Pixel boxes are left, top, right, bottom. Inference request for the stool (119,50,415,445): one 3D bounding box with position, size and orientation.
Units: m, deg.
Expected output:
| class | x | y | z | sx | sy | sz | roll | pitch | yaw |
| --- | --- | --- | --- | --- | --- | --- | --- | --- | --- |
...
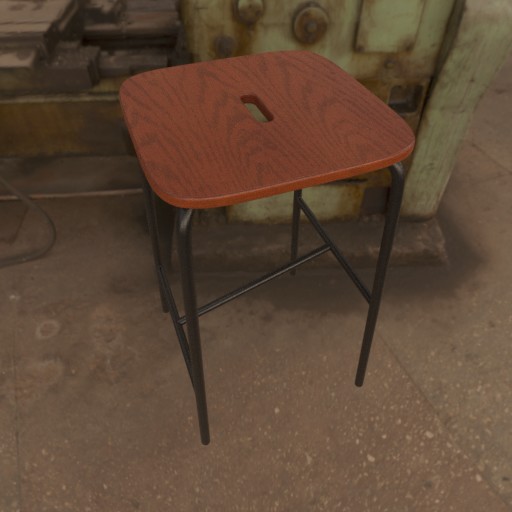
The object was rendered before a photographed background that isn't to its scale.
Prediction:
| class | x | y | z | sx | sy | sz | roll | pitch | yaw |
| --- | --- | --- | --- | --- | --- | --- | --- | --- | --- |
| stool | 0.000 | 0.000 | 0.850 | 0.376 | 0.610 | 0.376 | -15 | 48 | -14 |
